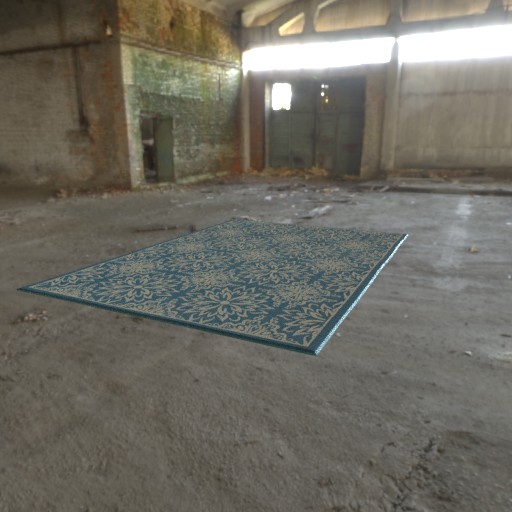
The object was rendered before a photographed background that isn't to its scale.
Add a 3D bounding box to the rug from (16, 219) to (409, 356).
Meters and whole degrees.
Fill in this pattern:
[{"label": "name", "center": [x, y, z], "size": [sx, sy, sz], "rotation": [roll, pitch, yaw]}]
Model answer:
[{"label": "rug", "center": [0.000, 0.000, 2.810], "size": [1.554, 0.012, 2.205], "rotation": [7, 16, 25]}]
